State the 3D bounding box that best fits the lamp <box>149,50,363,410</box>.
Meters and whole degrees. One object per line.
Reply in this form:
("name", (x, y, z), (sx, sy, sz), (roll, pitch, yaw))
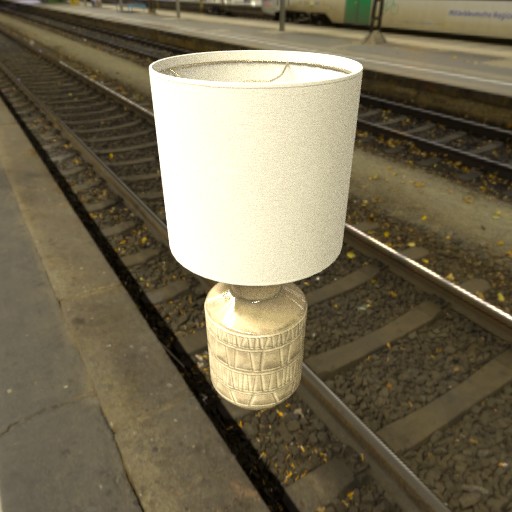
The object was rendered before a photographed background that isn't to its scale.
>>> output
("lamp", (0.000, 0.000, 0.565), (0.211, 0.455, 0.211), (21, 37, 30))
